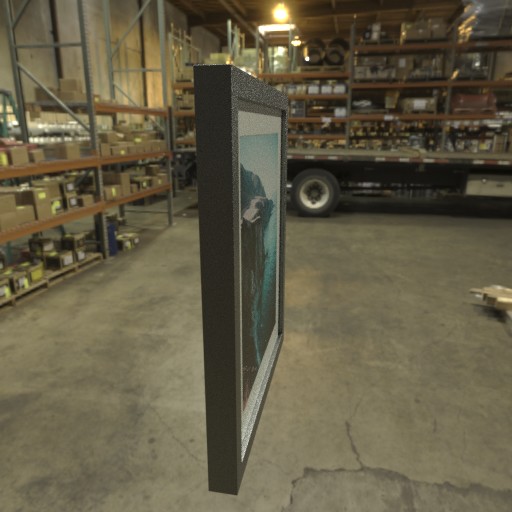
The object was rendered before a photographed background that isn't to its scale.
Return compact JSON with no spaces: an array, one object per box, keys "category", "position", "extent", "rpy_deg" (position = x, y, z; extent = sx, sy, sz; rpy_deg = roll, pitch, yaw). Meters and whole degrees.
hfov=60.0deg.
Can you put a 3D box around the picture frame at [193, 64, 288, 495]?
[{"category":"picture frame","position":[0.000,0.000,1.341],"extent":[0.073,0.968,0.839],"rpy_deg":[3,16,11]}]
